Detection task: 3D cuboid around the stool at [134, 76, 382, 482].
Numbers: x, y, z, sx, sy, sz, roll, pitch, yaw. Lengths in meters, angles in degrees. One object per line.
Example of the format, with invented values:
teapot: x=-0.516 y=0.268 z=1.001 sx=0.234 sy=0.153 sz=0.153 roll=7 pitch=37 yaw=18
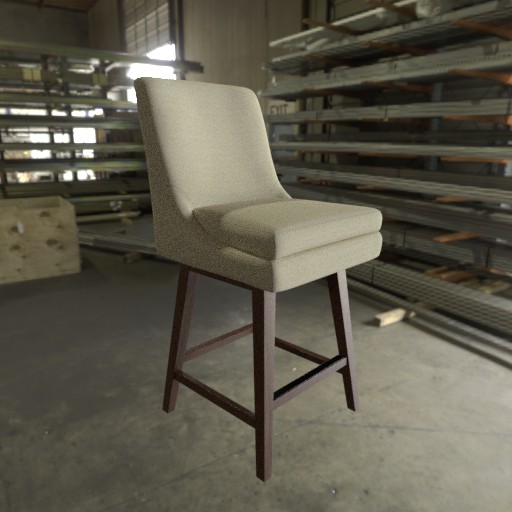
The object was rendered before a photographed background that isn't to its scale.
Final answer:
stool: x=0.000 y=0.000 z=1.287 sx=0.559 sy=0.991 sz=0.483 roll=14 pitch=20 yaw=43
